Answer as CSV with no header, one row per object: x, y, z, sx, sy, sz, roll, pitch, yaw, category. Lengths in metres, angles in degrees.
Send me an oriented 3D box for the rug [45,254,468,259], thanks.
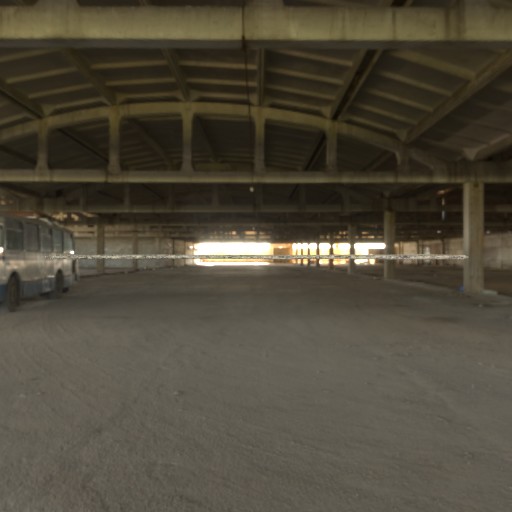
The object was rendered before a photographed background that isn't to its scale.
0.000,0.000,4.125,2.414,0.036,3.199,0,0,0,rug
